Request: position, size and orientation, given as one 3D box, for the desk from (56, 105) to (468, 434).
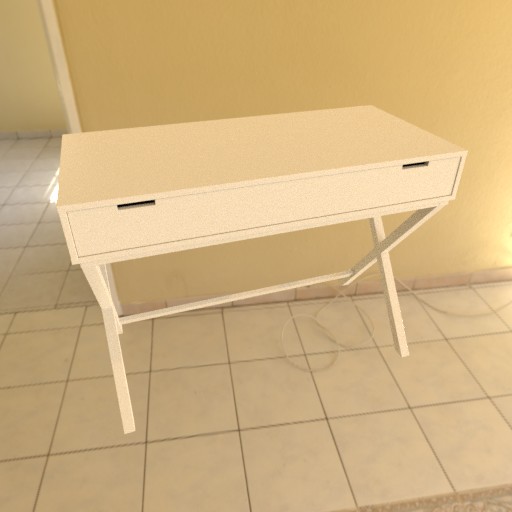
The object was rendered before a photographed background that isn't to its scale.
[{"bbox_3d":[0.000,0.000,1.486,1.059,0.780,0.509,-10,35,-15],"label":"desk"}]
